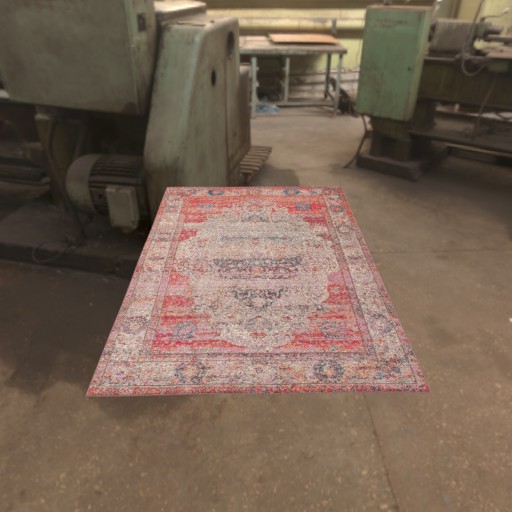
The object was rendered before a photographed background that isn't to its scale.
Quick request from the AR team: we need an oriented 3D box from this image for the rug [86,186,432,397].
[{"bbox_3d":[0.000,0.000,2.330,1.219,0.006,1.829,0,32,-1],"label":"rug"}]
